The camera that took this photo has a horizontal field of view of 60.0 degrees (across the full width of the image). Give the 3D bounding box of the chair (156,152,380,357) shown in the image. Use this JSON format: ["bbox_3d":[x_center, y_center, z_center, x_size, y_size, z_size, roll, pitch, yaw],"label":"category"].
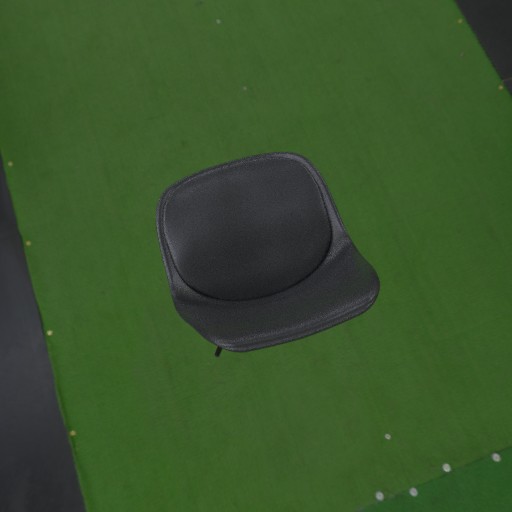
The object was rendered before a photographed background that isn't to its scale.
[{"bbox_3d":[0.000,0.000,1.181,0.461,0.850,0.525,-17,75,-5],"label":"chair"}]
